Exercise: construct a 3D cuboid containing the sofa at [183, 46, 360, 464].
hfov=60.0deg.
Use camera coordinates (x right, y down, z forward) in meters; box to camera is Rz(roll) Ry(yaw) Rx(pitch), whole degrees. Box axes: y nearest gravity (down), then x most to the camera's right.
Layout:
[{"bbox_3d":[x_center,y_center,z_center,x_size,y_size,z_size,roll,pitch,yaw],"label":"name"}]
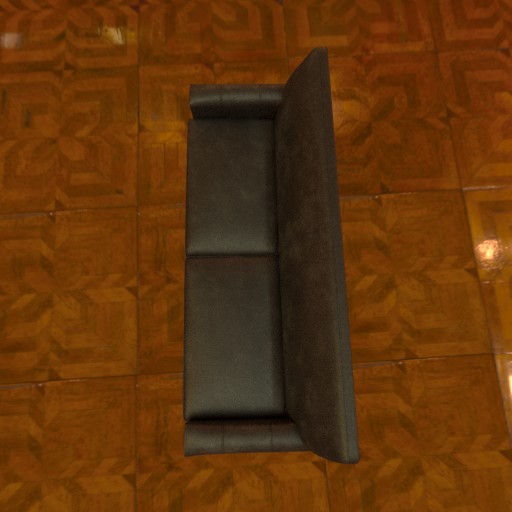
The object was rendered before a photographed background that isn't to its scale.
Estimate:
[{"bbox_3d":[0.000,0.000,2.519,0.805,0.947,2.053,-1,75,0],"label":"sofa"}]
